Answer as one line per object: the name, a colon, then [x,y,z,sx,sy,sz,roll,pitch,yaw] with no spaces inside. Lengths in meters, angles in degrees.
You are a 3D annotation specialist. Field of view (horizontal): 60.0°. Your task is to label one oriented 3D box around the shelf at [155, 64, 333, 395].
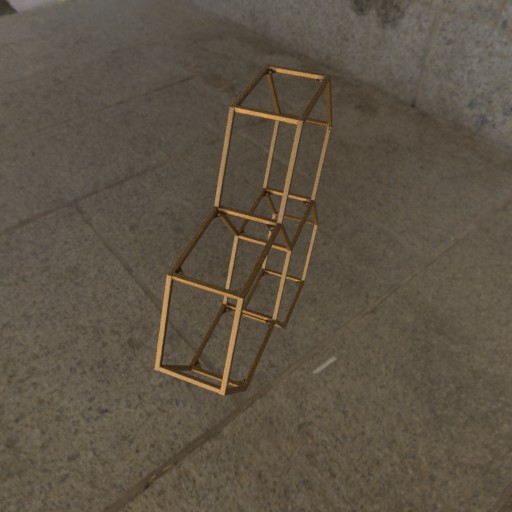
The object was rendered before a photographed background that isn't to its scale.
shelf: [0.000,0.000,1.073,0.150,0.701,0.708,16,49,14]
